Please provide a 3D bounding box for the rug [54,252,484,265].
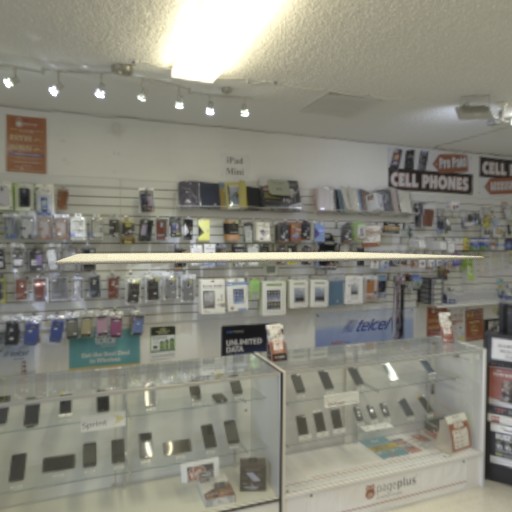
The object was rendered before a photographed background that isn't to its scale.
[{"bbox_3d":[0.000,0.000,2.341,1.829,0.013,1.219,-1,2,-19],"label":"rug"}]
